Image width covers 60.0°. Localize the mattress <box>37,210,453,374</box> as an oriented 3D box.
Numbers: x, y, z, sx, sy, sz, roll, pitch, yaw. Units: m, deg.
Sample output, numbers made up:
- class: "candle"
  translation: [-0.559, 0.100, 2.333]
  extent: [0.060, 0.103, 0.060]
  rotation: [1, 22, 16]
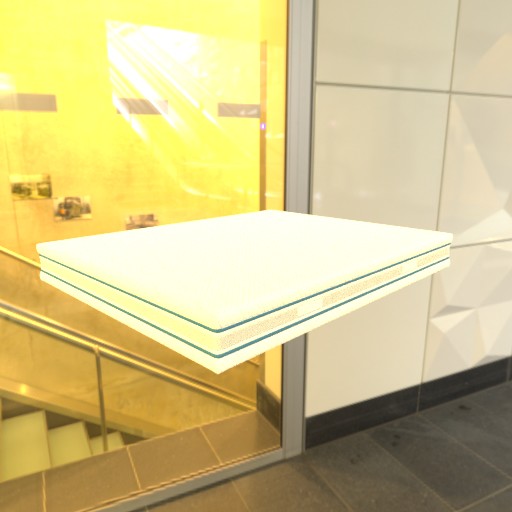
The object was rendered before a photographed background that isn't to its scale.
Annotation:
- class: "mattress"
  translation: [0.000, 0.000, 2.729]
  extent: [1.600, 0.230, 2.000]
  rotation: [13, 19, 43]
